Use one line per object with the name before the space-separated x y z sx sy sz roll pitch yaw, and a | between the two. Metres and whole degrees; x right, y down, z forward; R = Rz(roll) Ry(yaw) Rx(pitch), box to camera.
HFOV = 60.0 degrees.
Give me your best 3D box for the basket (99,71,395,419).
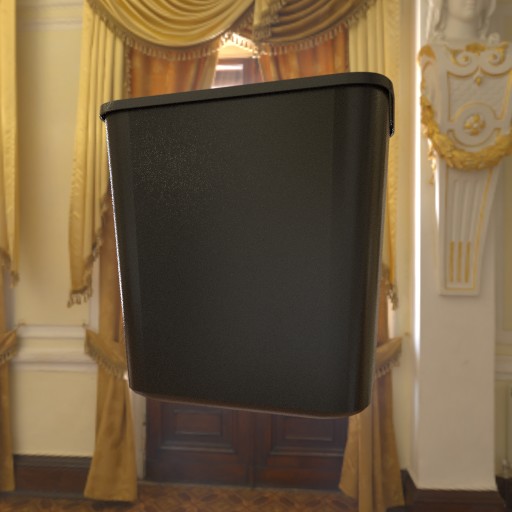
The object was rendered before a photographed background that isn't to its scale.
basket | 0.000 0.000 0.502 0.300 0.307 0.211 0 0 17
